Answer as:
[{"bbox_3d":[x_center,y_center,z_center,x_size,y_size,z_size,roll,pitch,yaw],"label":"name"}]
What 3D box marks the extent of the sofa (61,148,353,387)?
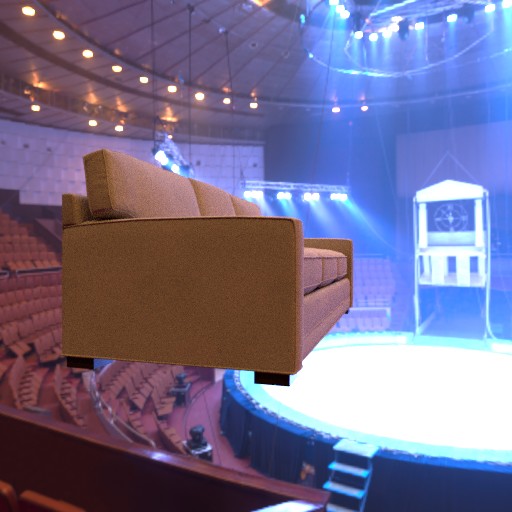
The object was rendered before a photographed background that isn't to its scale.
[{"bbox_3d":[0.000,0.000,2.564,0.935,0.862,2.088,0,0,17],"label":"sofa"}]
